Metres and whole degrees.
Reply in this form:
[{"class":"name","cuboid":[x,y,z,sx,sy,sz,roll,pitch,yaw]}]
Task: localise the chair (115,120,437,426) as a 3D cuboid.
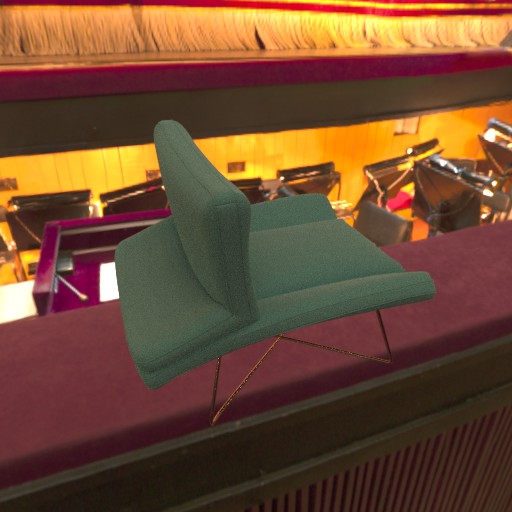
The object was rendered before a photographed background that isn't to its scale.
[{"class":"chair","cuboid":[0.000,0.000,1.648,1.008,0.855,0.859,-10,31,-17]}]
